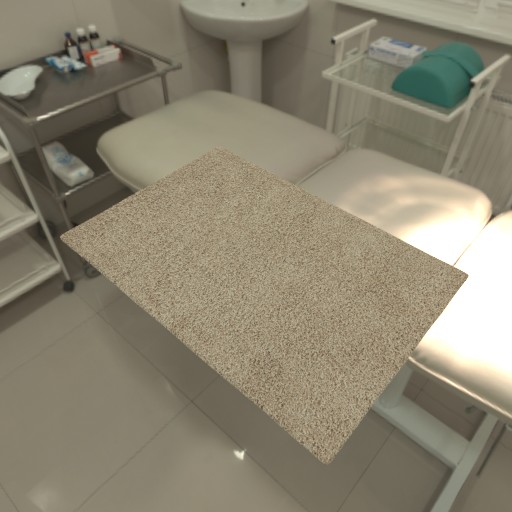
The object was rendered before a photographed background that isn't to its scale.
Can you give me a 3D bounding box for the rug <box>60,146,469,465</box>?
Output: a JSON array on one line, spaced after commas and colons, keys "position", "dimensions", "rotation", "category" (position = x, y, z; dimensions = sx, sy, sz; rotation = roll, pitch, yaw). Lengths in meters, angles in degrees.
[{"position": [0.000, 0.000, 2.310], "dimensions": [1.778, 0.030, 1.219], "rotation": [33, 54, 28], "category": "rug"}]
